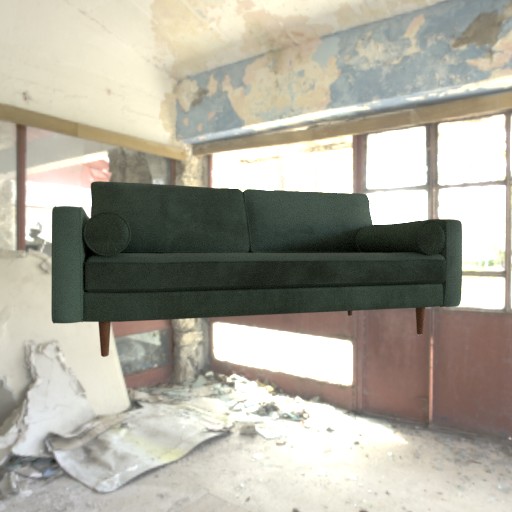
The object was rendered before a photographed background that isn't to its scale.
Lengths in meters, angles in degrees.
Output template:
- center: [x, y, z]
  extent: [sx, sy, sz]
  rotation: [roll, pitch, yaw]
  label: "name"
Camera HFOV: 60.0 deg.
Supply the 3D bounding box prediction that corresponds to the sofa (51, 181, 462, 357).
- center: [0.000, 0.000, 2.311]
  extent: [1.880, 0.772, 0.916]
  rotation: [0, 1, -18]
  label: "sofa"
